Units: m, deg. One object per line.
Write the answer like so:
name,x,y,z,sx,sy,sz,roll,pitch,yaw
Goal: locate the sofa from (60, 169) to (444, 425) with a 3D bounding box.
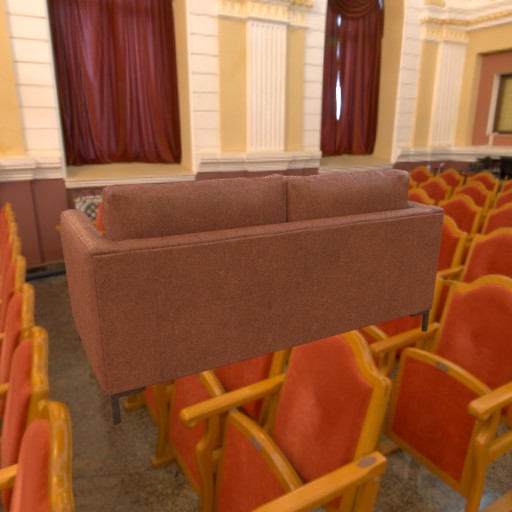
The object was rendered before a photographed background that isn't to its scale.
sofa,0.000,0.000,2.308,1.797,0.883,0.899,-9,18,-28
